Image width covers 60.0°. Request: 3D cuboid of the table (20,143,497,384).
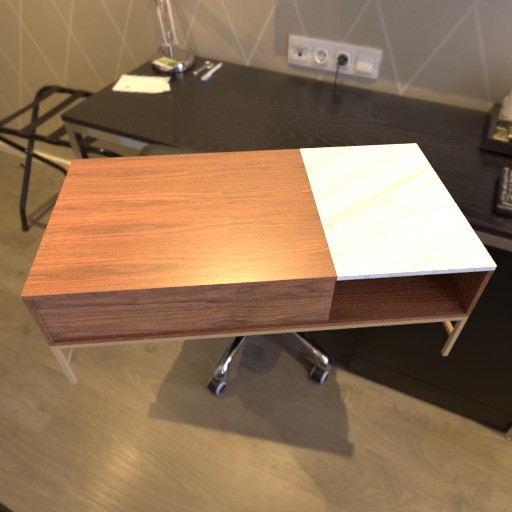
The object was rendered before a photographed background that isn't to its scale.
[{"bbox_3d":[0.000,0.000,1.913,1.553,0.551,0.789,-3,45,-4],"label":"table"}]
